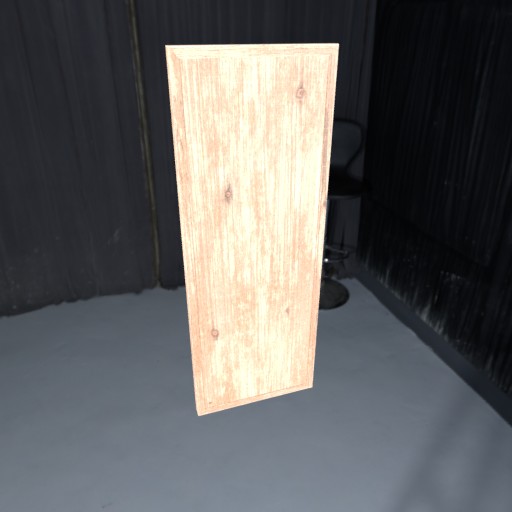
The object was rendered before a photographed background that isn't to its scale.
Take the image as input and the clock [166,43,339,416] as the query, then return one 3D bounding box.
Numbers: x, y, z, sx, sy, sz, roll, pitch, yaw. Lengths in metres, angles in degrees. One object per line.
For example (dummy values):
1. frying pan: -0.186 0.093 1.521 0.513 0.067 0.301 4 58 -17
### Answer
1. clock: 0.000 0.000 1.119 0.361 0.965 0.030 -9 29 -17
